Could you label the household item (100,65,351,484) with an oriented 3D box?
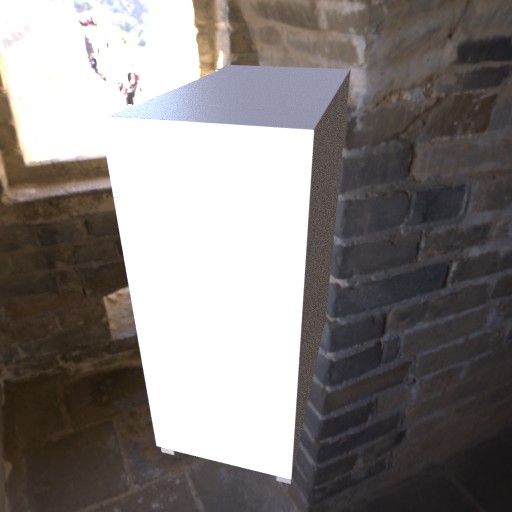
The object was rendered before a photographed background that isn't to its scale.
[{"bbox_3d":[0.000,0.000,1.397,0.420,1.010,0.790,8,31,13],"label":"household item"}]
